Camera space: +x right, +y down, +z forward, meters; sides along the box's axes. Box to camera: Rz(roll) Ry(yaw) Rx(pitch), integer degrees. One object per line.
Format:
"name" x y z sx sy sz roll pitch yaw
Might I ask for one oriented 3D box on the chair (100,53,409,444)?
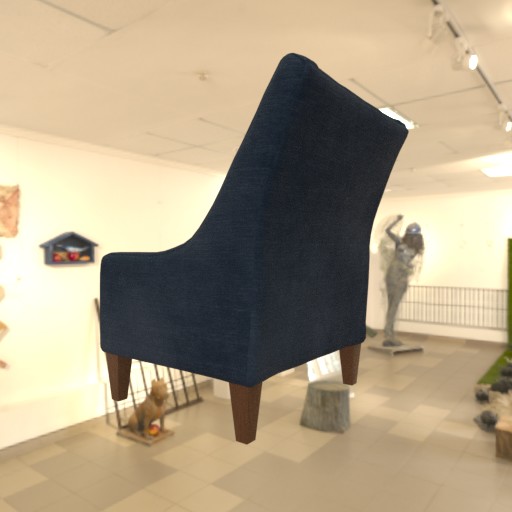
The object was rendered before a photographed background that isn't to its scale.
"chair" 0.000 0.000 1.615 0.870 1.014 0.774 0 1 37
